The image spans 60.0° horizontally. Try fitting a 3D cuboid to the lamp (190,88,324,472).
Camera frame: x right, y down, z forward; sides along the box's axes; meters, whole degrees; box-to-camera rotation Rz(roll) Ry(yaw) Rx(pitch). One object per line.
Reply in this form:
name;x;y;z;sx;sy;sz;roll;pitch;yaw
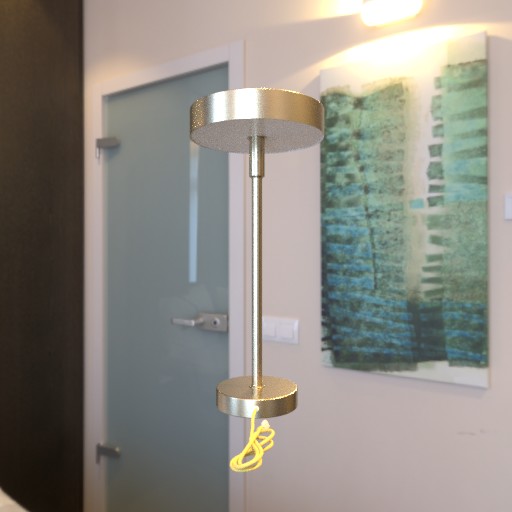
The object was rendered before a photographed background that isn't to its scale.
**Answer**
lamp;0.000;0.000;0.691;0.229;0.508;0.369;0;0;1
